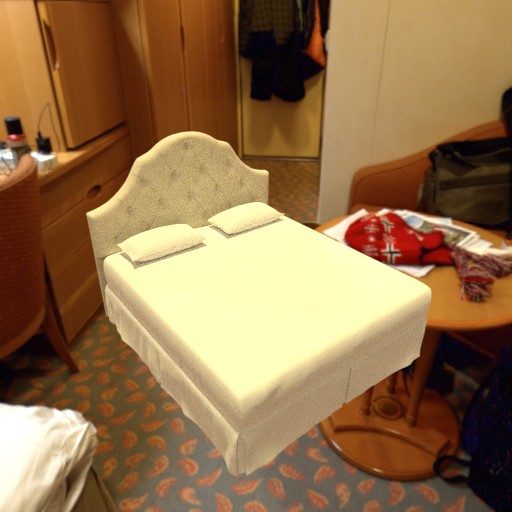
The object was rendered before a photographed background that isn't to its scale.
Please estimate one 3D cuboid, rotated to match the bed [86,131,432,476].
[{"bbox_3d":[0.000,0.000,3.653,2.008,1.615,2.214,-20,35,-32],"label":"bed"}]
